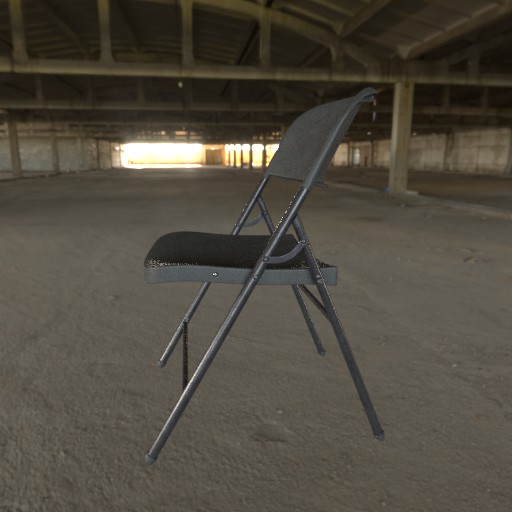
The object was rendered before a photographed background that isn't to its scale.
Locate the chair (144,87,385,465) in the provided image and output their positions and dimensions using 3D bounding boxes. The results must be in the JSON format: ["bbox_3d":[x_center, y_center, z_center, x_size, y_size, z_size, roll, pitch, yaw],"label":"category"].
[{"bbox_3d":[0.000,0.000,1.155,0.567,0.810,0.494,-2,13,-9],"label":"chair"}]
